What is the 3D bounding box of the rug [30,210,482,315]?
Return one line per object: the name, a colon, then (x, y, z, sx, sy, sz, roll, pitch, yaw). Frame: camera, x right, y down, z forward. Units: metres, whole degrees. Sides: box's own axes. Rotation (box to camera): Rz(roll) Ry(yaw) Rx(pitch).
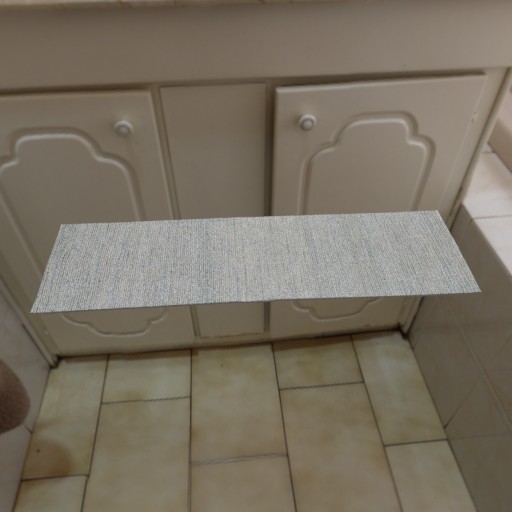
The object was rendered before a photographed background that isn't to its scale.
rug: (0.000, 0.000, 2.509, 2.341, 0.037, 0.675, -2, 45, -2)
